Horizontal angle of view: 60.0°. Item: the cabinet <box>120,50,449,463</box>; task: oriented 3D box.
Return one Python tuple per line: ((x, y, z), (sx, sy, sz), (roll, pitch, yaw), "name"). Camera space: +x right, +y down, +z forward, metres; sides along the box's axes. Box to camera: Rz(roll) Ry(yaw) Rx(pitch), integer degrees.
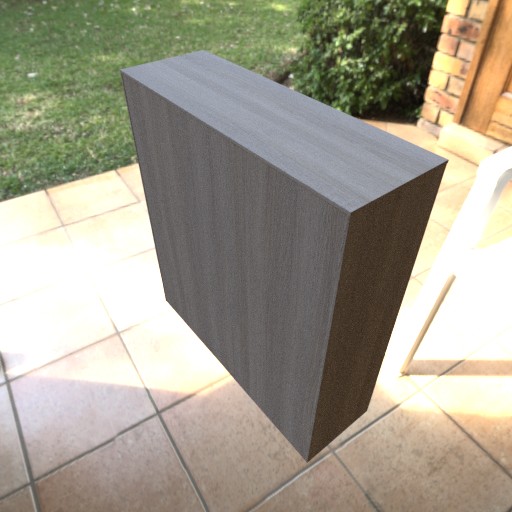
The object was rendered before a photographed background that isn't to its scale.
((0.000, 0.000, 2.964), (0.620, 2.060, 1.870), (-28, 49, -28), "cabinet")
